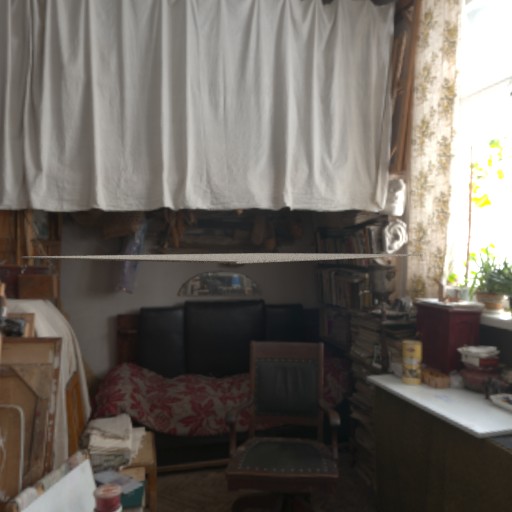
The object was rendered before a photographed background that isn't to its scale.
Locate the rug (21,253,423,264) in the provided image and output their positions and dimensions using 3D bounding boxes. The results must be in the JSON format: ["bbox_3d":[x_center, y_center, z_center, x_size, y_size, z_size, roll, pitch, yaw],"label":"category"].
[{"bbox_3d":[0.000,0.000,2.213,1.142,0.006,1.752,1,1,36],"label":"rug"}]
